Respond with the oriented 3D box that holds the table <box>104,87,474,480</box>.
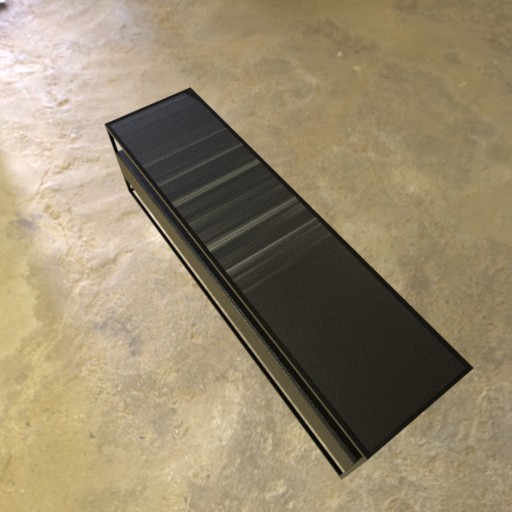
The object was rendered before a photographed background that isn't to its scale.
[{"bbox_3d":[0.000,0.000,1.634,0.399,0.395,1.486,-31,62,-19],"label":"table"}]
